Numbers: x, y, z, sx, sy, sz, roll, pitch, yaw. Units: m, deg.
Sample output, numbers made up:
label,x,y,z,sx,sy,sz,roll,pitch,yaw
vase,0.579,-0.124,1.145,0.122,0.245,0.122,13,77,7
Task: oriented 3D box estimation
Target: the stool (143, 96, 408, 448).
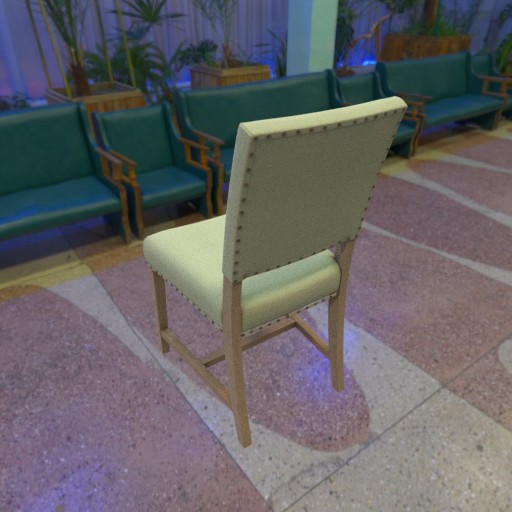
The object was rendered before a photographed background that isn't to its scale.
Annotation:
label,x,y,z,sx,sy,sz,roll,pitch,yaw
stool,0.000,0.000,1.367,0.508,0.986,0.623,-19,36,-29
